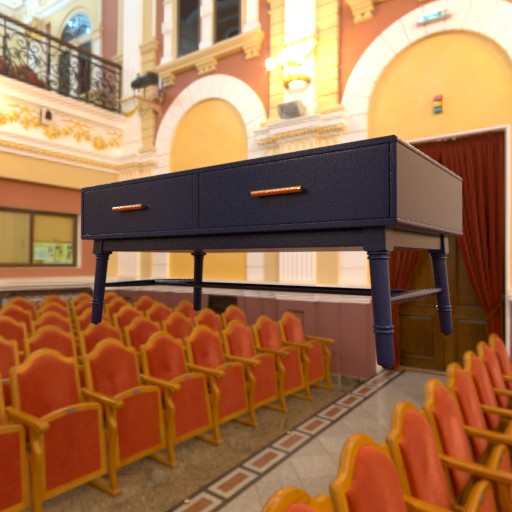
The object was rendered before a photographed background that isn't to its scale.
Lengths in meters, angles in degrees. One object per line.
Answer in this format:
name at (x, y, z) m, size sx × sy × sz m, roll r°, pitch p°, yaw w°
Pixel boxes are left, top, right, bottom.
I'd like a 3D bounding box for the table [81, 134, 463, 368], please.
table at (0.000, 0.000, 1.373) m, size 1.067 × 0.457 × 0.572 m, roll 0°, pitch -1°, yaw 37°
